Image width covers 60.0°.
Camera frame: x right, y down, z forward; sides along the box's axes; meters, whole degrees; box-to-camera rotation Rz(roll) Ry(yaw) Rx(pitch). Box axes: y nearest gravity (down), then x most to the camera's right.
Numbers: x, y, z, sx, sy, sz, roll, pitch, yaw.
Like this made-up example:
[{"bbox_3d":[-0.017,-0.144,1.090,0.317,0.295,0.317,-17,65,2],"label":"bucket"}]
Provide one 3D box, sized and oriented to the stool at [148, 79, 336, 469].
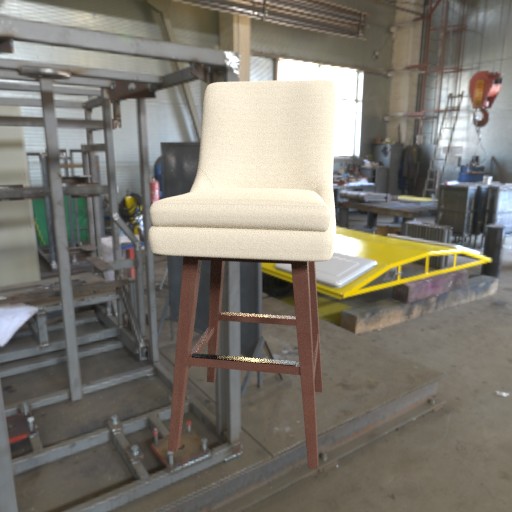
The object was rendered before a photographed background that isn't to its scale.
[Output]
[{"bbox_3d":[0.000,0.000,1.378,0.483,1.093,0.559,2,14,10],"label":"stool"}]
